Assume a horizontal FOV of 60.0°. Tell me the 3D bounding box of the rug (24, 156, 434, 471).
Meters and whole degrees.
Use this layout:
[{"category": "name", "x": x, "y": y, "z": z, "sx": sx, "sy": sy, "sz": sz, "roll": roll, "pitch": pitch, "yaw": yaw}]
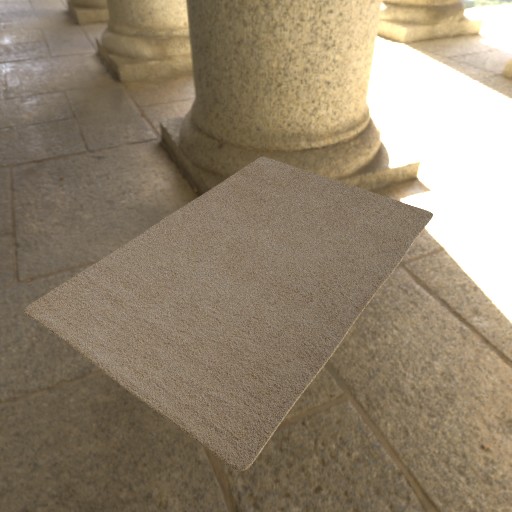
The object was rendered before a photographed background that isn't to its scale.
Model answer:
[{"category": "rug", "x": 0.000, "y": 0.000, "z": 3.314, "sx": 1.801, "sy": 0.024, "sz": 2.700, "roll": 25, "pitch": 45, "yaw": 27}]
